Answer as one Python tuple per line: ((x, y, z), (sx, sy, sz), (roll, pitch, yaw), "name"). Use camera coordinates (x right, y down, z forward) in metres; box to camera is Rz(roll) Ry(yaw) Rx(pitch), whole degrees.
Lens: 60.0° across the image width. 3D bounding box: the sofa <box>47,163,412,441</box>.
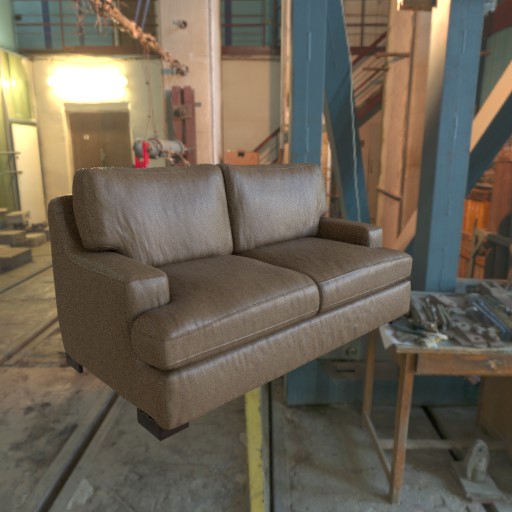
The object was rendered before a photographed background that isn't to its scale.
((0.000, 0.000, 2.418), (1.855, 0.980, 0.962), (-12, 18, -43), "sofa")
